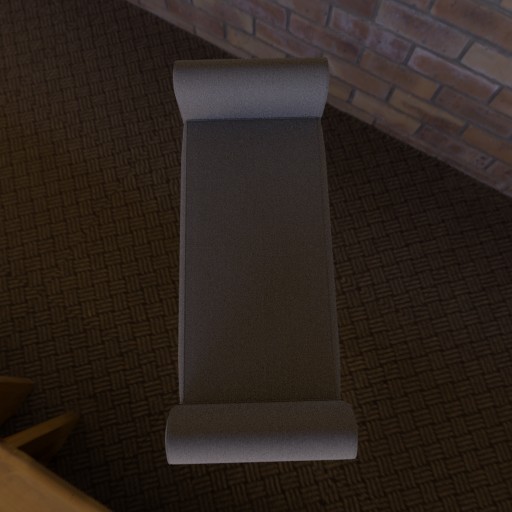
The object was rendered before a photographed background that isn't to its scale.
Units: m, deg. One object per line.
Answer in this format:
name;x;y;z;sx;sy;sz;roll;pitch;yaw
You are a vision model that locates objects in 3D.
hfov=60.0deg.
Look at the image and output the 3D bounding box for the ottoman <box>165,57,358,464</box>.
ottoman;0.000;0.000;1.558;0.521;0.547;1.256;-1;76;0
